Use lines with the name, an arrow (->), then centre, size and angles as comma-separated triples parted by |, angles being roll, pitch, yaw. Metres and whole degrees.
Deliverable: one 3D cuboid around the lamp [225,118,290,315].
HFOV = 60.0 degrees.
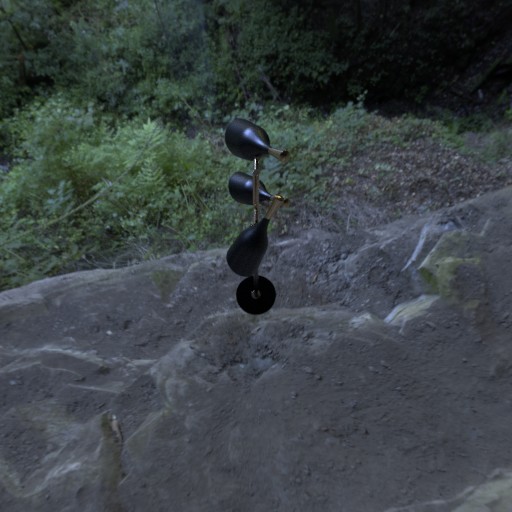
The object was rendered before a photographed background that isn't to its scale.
lamp -> 0.000, 0.000, 1.948 | 0.253, 1.778, 0.434 | 1, 74, 0
